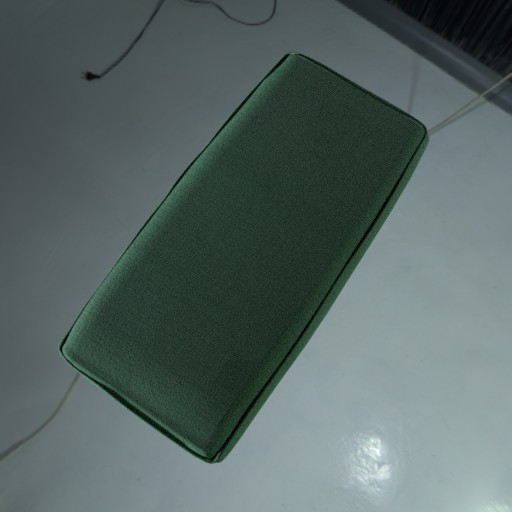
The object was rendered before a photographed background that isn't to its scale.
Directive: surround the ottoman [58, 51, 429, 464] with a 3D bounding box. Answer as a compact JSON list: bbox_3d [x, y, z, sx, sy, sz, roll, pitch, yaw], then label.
[{"bbox_3d":[0.000,0.000,1.238,0.483,0.471,0.957,34,78,8],"label":"ottoman"}]
